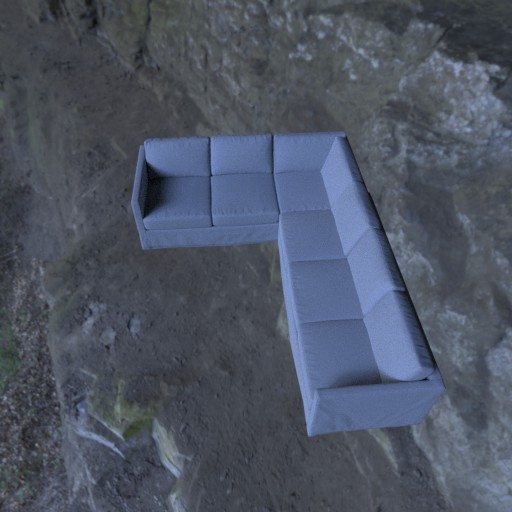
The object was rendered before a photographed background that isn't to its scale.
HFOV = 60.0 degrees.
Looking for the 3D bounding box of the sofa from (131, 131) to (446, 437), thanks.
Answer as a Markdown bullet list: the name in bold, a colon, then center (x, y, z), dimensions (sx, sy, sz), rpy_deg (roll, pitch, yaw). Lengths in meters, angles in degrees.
- **sofa**: center (0.000, 0.000, 4.276), dimensions (2.432, 0.871, 3.182), rpy_deg (-3, 48, -3)
